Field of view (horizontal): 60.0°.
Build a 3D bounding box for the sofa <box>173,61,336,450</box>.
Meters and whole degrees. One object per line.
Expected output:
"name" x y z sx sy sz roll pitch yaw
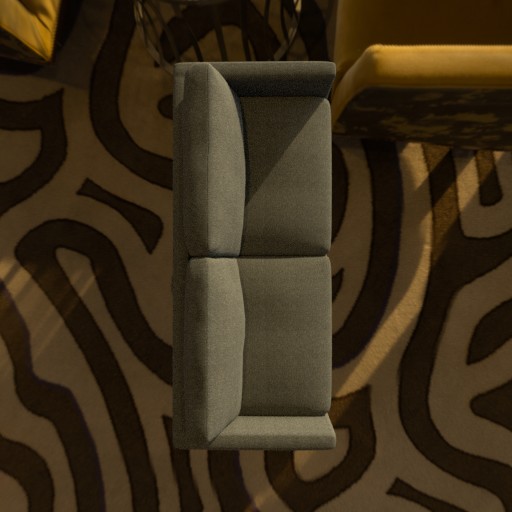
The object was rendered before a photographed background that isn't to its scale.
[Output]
"sofa" 0.000 0.000 2.763 0.948 0.965 2.208 0 90 1
